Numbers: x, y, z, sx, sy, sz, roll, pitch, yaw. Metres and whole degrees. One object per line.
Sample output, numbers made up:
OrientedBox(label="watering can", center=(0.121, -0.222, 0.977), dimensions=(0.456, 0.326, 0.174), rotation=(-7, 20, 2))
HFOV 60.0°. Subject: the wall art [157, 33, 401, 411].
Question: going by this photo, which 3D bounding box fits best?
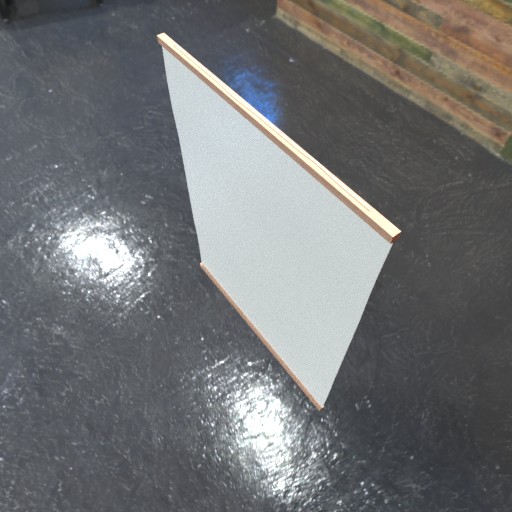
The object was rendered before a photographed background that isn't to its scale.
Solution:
OrientedBox(label="wall art", center=(0.000, 0.000, 1.303), dimensions=(0.020, 1.013, 0.758), rotation=(-32, 61, -20))
